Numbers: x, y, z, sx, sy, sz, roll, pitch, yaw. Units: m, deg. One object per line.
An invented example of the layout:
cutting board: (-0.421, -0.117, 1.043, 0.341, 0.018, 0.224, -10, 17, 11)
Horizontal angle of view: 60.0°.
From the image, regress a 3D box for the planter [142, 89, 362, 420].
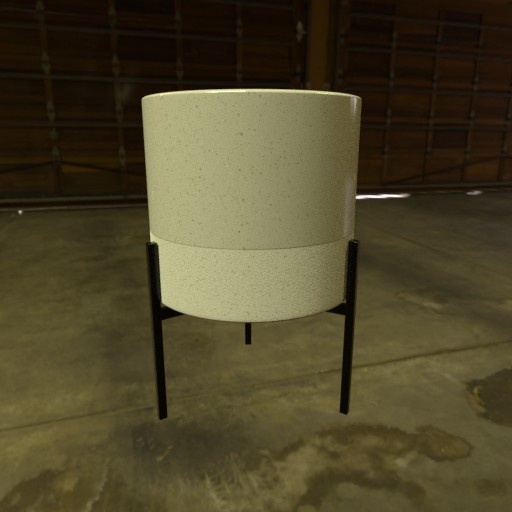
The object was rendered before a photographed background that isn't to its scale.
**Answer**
planter: (0.000, 0.000, 0.344, 0.159, 0.230, 0.152, 8, 17, 26)
